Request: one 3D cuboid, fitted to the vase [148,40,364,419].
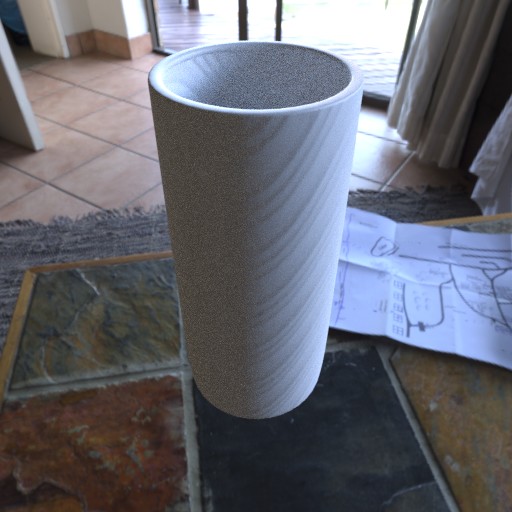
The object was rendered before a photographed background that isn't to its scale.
[{"bbox_3d":[0.000,0.000,0.388,0.143,0.316,0.143,0,41,0],"label":"vase"}]
